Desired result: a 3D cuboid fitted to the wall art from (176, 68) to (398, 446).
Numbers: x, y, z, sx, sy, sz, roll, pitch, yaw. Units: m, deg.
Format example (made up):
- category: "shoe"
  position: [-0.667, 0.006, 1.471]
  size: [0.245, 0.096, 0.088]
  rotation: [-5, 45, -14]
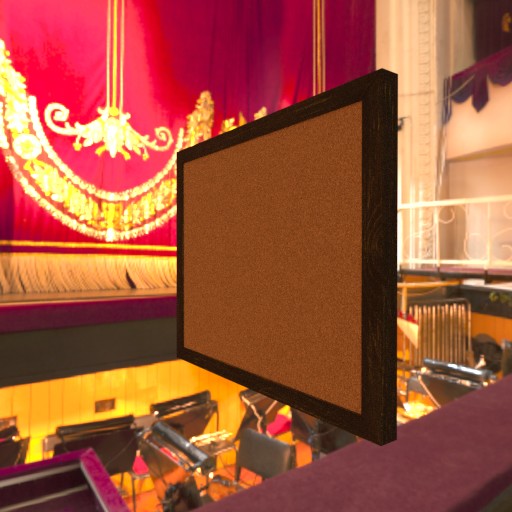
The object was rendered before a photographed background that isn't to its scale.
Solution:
- category: "wall art"
  position: [0.000, 0.000, 0.770]
  size: [0.032, 0.457, 0.558]
  rotation: [0, 1, -36]
